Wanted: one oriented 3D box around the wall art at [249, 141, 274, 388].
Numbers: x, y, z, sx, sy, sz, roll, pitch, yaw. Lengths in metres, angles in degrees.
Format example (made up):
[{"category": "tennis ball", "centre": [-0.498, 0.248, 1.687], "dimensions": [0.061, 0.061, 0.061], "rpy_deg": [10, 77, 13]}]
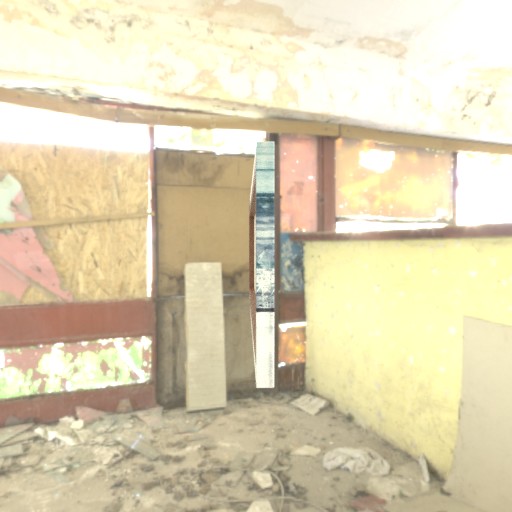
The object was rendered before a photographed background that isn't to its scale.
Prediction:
[{"category": "wall art", "centre": [0.000, 0.000, 1.672], "dimensions": [0.037, 0.509, 1.524], "rpy_deg": [0, 1, -1]}]
